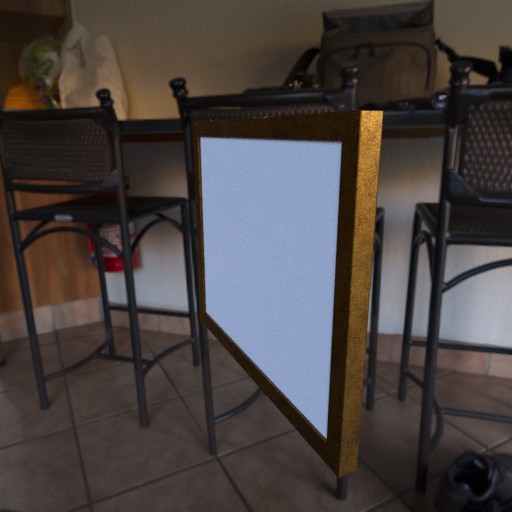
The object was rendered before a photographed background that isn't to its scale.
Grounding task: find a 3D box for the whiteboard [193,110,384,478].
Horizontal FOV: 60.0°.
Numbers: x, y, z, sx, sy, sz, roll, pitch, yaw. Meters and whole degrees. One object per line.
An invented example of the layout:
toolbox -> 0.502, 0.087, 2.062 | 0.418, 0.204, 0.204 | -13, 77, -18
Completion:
whiteboard -> 0.000, 0.000, 0.766 | 0.029, 0.457, 0.561 | -7, 17, -25
